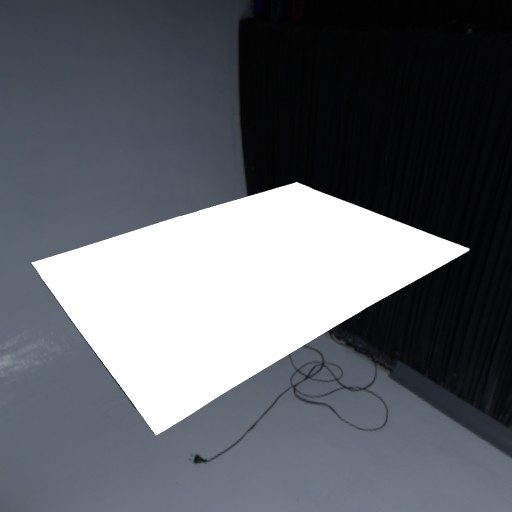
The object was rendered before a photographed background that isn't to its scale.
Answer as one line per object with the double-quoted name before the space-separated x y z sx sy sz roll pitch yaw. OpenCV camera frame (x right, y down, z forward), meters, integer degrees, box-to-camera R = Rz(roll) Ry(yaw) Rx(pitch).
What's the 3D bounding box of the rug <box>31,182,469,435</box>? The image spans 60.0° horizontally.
"rug" 0.000 0.000 3.537 2.869 0.038 2.032 -22 36 -33
